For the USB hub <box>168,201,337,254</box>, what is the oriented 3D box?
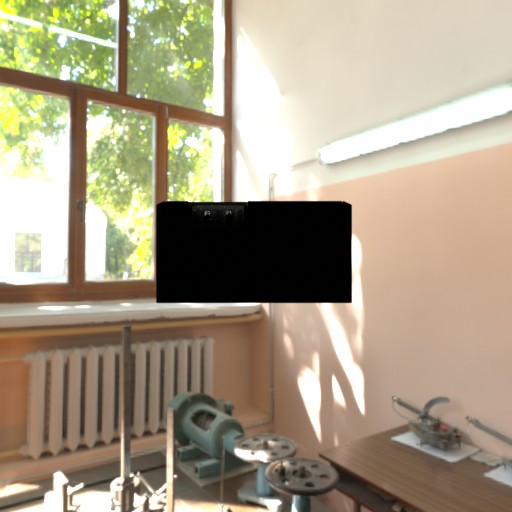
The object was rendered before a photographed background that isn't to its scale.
[{"bbox_3d":[0.000,0.000,0.128,0.044,0.023,0.110,0,-2,1],"label":"USB hub"}]
